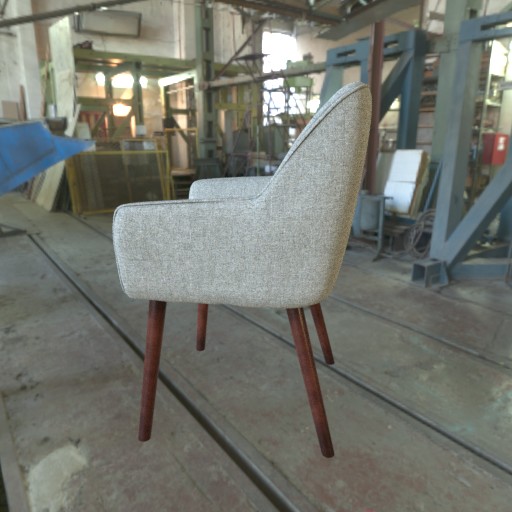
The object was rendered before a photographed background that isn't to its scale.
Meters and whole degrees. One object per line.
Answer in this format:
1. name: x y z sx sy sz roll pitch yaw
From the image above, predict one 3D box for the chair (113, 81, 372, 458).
1. chair: 0.000 0.000 1.146 0.519 0.803 0.543 3 15 9
